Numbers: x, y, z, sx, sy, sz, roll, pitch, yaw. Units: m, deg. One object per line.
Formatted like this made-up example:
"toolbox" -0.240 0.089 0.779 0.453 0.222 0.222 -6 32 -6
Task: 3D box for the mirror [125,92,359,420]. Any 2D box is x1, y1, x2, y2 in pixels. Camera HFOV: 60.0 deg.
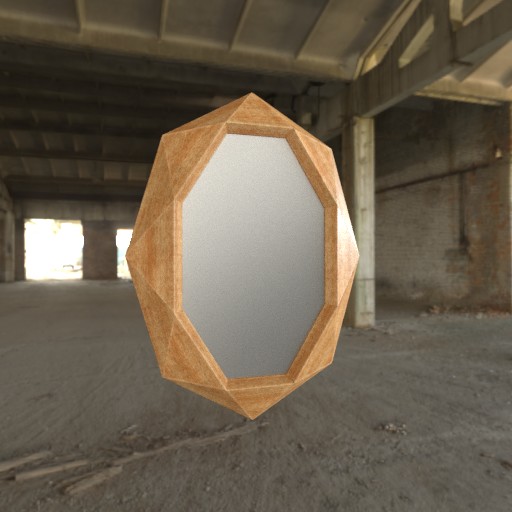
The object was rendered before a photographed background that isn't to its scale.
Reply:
"mirror" 0.000 0.000 1.022 0.577 0.774 0.070 0 0 -18
